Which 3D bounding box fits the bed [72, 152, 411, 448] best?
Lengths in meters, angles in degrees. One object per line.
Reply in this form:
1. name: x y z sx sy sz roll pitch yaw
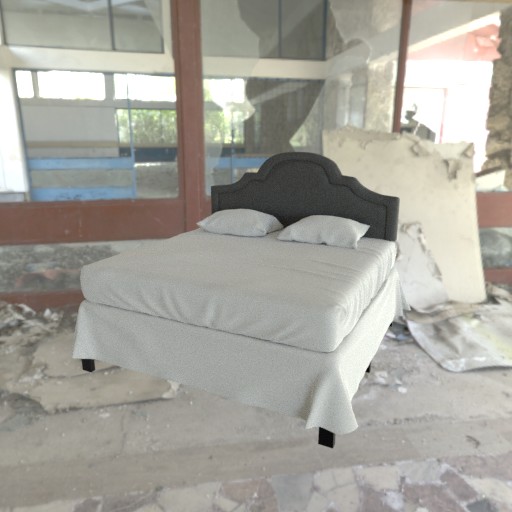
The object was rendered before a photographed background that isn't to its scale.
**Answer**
1. bed: 0.000 0.000 3.697 2.303 1.631 2.222 8 17 25
